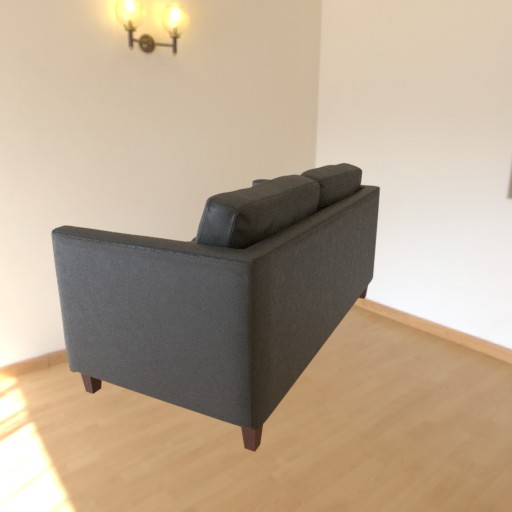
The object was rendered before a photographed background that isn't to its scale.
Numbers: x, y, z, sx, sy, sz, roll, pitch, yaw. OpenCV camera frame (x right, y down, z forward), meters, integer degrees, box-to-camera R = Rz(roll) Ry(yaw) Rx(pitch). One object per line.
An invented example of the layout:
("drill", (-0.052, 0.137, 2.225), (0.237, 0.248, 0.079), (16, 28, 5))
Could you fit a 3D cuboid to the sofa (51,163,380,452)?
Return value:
("sofa", (0.000, 0.000, 2.431), (0.951, 0.933, 1.883), (8, 18, 26))
